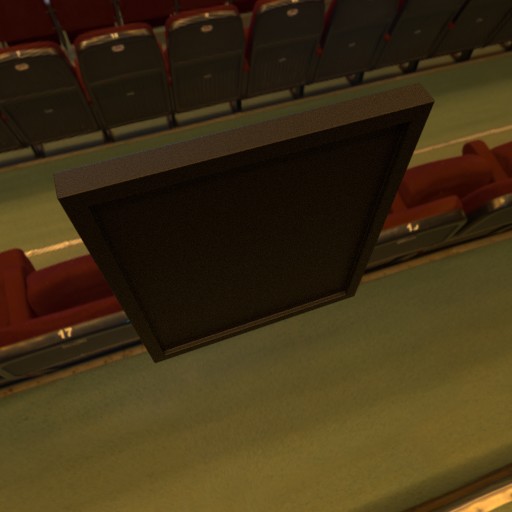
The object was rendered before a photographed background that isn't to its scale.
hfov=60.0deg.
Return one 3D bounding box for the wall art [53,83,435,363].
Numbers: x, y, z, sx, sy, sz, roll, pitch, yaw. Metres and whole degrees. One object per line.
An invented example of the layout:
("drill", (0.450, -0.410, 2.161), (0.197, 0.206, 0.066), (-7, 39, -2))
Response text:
("wall art", (0.000, 0.000, 0.531), (0.328, 0.381, 0.028), (-17, 59, -10))
